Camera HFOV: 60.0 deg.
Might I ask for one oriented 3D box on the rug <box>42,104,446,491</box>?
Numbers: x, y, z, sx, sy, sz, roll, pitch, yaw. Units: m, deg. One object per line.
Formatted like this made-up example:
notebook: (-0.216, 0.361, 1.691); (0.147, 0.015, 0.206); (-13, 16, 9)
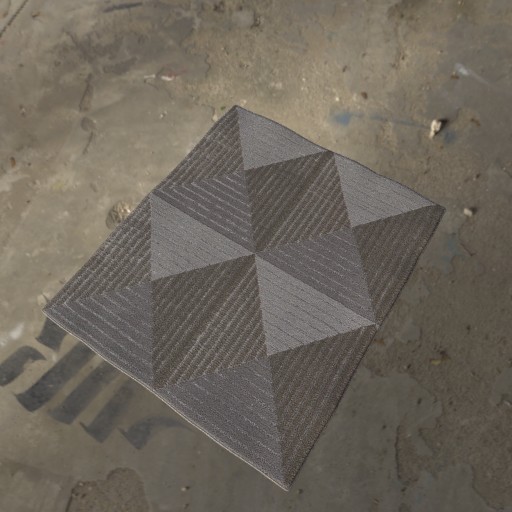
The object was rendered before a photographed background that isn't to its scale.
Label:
rug: (0.000, 0.000, 0.881); (0.551, 0.008, 0.642); (31, 67, 15)
